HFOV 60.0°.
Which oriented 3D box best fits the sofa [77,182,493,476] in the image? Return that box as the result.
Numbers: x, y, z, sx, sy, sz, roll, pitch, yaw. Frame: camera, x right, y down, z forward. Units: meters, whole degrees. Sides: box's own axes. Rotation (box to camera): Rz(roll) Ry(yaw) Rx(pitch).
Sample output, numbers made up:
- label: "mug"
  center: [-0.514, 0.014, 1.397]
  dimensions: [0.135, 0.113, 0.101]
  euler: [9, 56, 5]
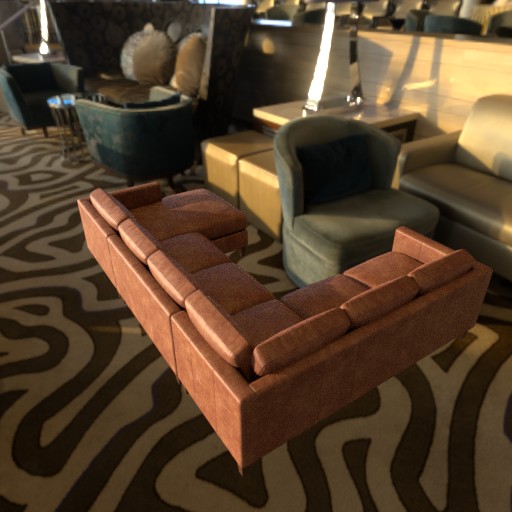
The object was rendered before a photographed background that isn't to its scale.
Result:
- label: "sofa"
  center: [0.000, 0.000, 4.356]
  dimensions: [2.452, 0.888, 3.324]
  euler: [-19, 36, -28]
